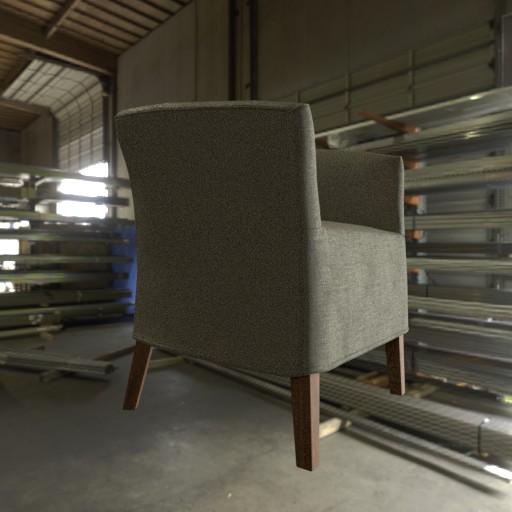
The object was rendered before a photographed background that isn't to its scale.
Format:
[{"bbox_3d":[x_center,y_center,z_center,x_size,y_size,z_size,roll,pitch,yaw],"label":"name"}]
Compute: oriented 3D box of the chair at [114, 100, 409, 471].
[{"bbox_3d":[0.000,0.000,1.201,0.668,0.771,0.600,0,1,35],"label":"chair"}]
